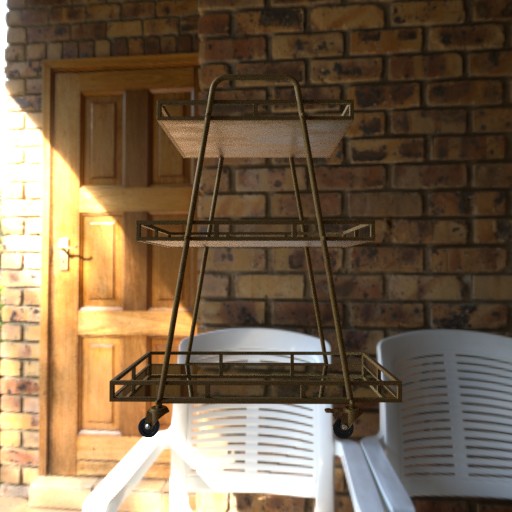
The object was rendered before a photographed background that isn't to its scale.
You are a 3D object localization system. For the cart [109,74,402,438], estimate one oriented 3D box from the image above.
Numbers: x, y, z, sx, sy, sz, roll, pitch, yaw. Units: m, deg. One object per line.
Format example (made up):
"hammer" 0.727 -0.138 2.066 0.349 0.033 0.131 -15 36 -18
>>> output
"cart" 0.000 0.000 1.275 0.711 0.883 0.441 0 -1 1
